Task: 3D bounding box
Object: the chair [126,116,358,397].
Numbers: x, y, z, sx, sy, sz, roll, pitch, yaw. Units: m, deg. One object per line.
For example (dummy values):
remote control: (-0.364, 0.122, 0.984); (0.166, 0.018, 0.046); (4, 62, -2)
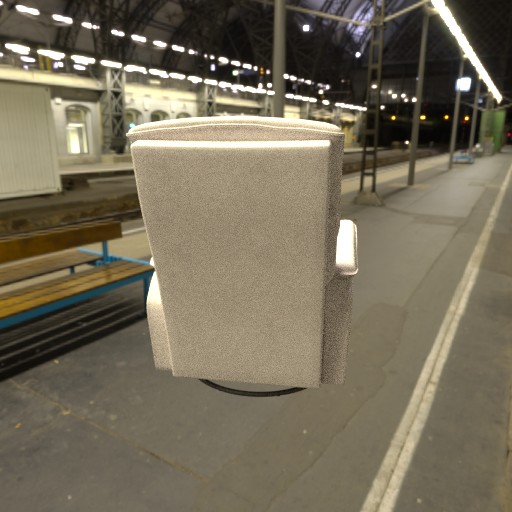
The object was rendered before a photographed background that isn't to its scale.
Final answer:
chair: (0.000, 0.000, 1.787); (0.820, 1.039, 1.001); (2, 15, 9)
